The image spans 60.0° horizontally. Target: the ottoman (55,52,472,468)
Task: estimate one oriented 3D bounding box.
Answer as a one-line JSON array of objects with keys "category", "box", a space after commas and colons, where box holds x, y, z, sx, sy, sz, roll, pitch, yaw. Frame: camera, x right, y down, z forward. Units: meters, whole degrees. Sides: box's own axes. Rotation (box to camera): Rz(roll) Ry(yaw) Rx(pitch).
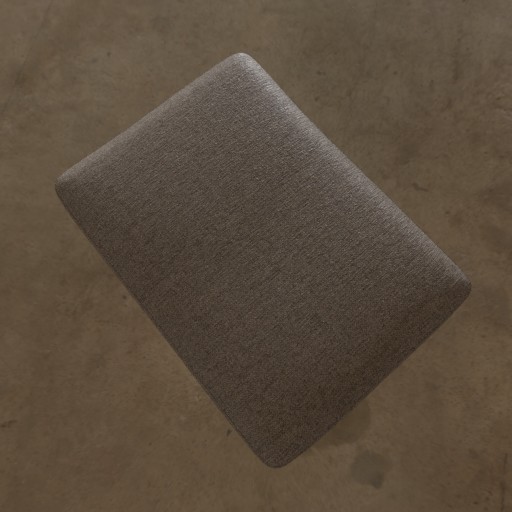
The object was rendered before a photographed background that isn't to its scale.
[{"category": "ottoman", "box": [0.000, 0.000, 1.230, 0.637, 0.478, 0.885, -39, 78, -10]}]
